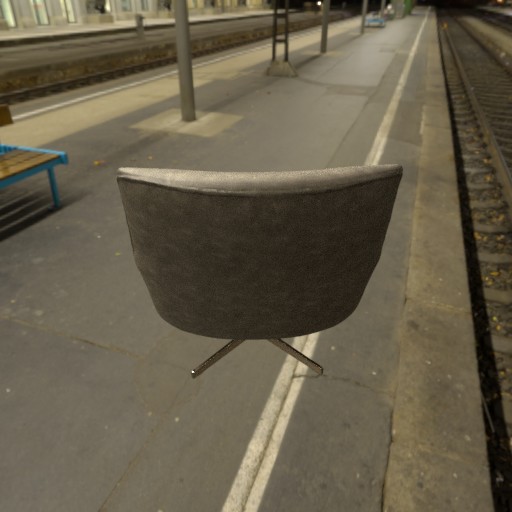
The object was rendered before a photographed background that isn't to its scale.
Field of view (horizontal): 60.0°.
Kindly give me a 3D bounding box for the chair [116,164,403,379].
[{"bbox_3d":[0.000,0.000,1.535,0.738,0.870,0.874,-1,30,-2],"label":"chair"}]
